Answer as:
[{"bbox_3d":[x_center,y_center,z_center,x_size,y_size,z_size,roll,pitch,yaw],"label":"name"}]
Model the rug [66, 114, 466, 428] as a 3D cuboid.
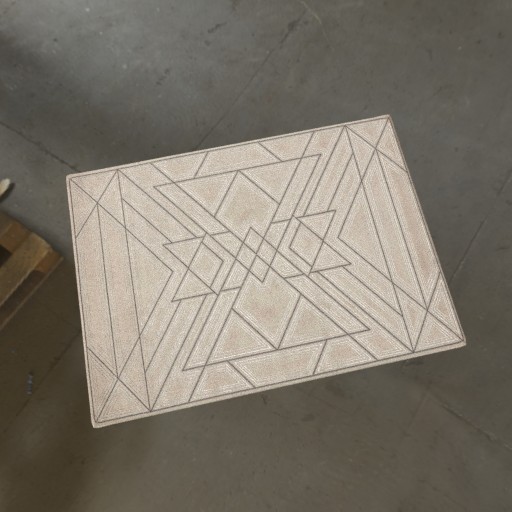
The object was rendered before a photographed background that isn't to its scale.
[{"bbox_3d":[0.000,0.000,4.218,3.381,0.026,2.436,-12,75,-3],"label":"rug"}]
